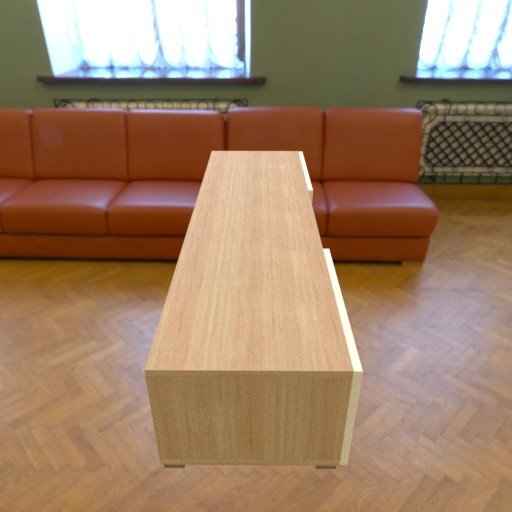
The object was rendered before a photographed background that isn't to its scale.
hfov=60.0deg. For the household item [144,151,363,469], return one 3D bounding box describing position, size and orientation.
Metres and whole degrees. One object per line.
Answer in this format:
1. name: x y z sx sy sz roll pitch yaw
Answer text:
1. household item: 0.000 0.000 1.531 0.420 0.310 1.400 0 30 0
